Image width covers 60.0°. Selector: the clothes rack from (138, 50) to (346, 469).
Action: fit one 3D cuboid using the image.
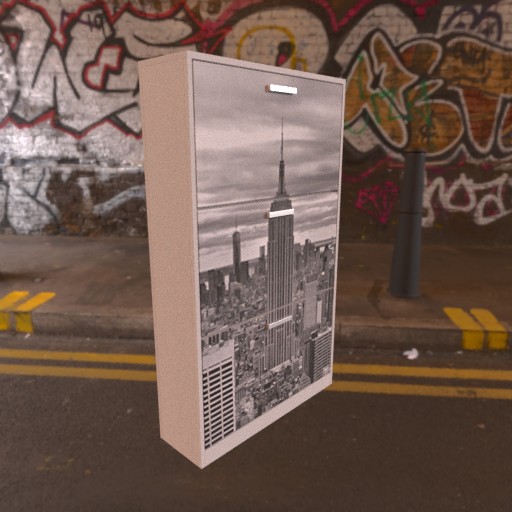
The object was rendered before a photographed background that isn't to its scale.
[{"bbox_3d":[0.000,0.000,1.646,0.250,1.280,0.750,13,19,42],"label":"clothes rack"}]
